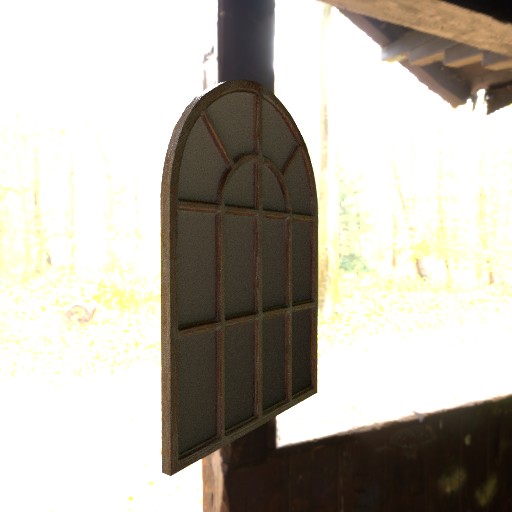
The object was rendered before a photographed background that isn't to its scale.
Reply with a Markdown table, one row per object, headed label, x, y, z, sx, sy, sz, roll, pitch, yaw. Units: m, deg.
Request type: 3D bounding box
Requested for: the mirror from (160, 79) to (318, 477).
| label | x | y | z | sx | sy | sz | roll | pitch | yaw |
| --- | --- | --- | --- | --- | --- | --- | --- | --- | --- |
| mirror | 0.000 | 0.000 | 1.202 | 0.032 | 0.920 | 0.660 | 1 | 1 | 36 |
